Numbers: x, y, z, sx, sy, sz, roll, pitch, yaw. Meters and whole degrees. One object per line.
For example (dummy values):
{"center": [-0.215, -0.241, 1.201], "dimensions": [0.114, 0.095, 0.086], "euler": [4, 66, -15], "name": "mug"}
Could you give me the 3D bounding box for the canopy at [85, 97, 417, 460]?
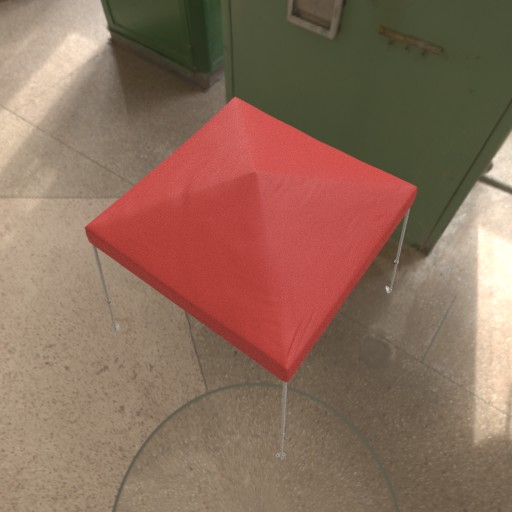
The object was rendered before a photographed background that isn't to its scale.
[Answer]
{"center": [0.000, 0.000, 6.477], "dimensions": [3.599, 3.600, 3.600], "euler": [32, 63, 18], "name": "canopy"}
